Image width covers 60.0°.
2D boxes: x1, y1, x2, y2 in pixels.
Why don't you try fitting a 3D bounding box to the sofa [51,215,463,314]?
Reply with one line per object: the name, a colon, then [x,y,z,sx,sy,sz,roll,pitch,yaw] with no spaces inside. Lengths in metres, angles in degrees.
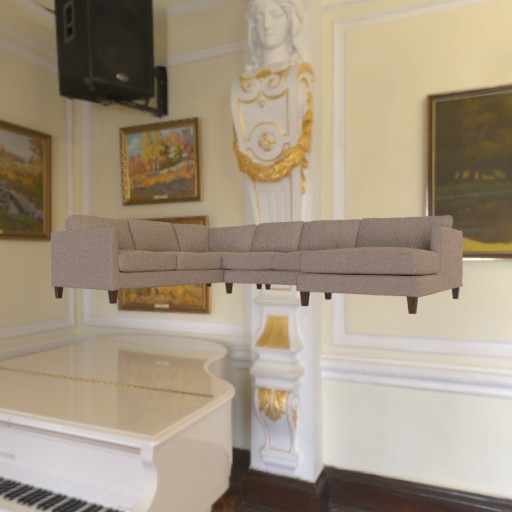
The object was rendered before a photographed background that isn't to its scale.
sofa: [0.000,0.000,4.494,3.438,0.865,2.424,0,0,36]
